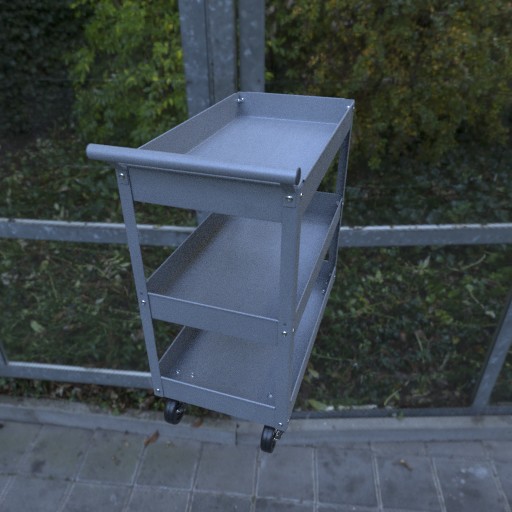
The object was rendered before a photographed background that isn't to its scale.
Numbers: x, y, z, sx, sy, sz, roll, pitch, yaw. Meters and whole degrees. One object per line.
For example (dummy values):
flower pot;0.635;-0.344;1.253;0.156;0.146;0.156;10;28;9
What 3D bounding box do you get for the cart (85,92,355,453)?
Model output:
cart;0.000;0.000;1.185;0.366;0.780;0.719;10;33;16
